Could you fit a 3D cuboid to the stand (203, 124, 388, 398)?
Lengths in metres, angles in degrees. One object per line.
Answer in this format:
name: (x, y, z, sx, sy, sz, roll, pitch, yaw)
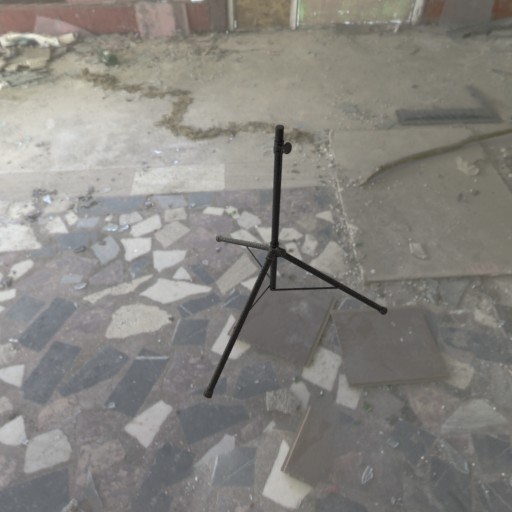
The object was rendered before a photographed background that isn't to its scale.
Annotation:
stand: (0.000, 0.000, 2.788, 1.596, 1.595, 1.339, 25, 52, 21)
